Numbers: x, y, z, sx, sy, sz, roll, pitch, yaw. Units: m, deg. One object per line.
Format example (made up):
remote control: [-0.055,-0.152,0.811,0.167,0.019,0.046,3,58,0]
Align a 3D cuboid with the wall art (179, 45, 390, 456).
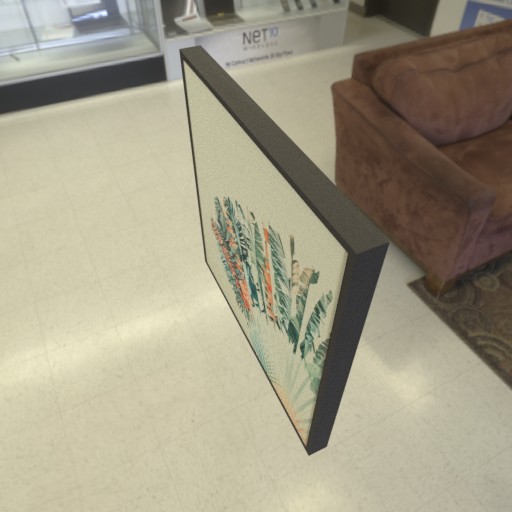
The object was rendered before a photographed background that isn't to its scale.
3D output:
wall art: [0.000,0.000,0.750,0.037,0.507,0.509,-19,49,-17]
